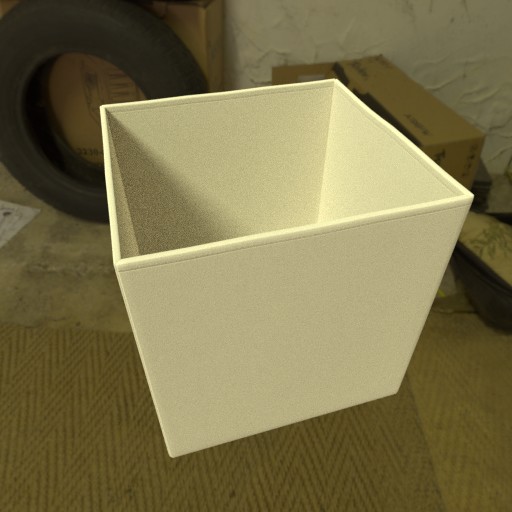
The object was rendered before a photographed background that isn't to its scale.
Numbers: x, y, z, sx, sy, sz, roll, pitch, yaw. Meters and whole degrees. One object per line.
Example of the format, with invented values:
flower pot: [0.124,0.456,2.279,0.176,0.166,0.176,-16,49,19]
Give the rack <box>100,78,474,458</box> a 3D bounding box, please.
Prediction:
rack: [0.000,0.000,0.491,0.270,0.280,0.270,-11,43,-12]
